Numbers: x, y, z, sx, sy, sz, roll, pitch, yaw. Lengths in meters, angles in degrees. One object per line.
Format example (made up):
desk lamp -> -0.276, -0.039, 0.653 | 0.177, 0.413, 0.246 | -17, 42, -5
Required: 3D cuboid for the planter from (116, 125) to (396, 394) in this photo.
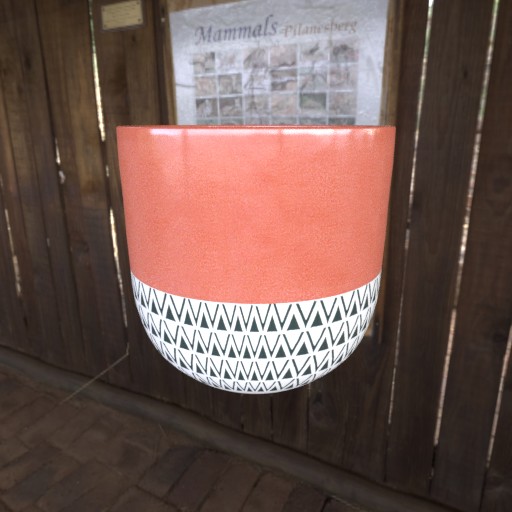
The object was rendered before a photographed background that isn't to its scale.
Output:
planter -> 0.000, 0.000, 0.478 | 0.266, 0.270, 0.266 | 0, 17, 0
